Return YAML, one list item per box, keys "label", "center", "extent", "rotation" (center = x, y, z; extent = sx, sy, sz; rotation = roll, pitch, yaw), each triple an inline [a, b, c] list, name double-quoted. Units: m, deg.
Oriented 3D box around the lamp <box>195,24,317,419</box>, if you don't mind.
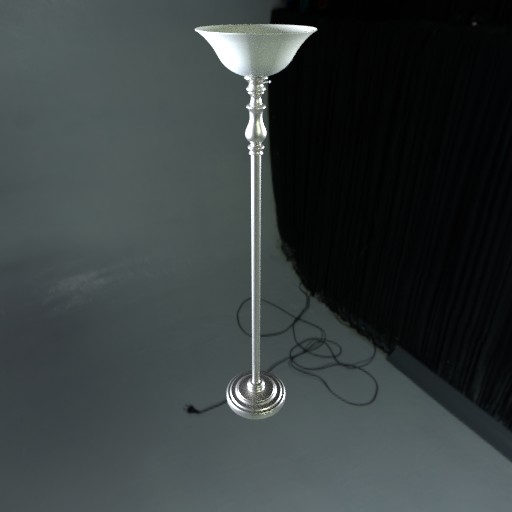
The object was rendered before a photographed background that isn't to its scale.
- label: "lamp"
  center: [0.000, 0.000, 1.933]
  extent: [0.405, 1.771, 0.405]
  rotation: [-21, 37, -31]
